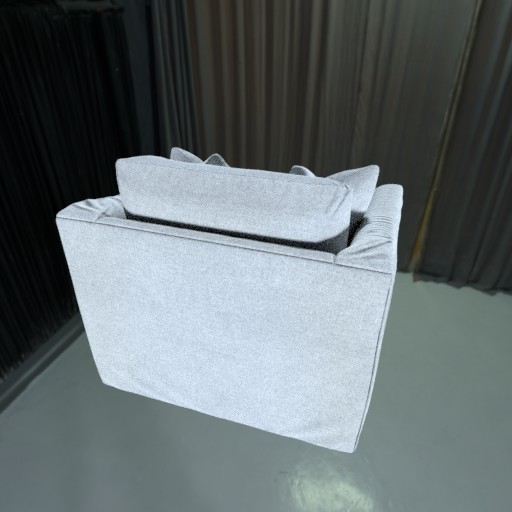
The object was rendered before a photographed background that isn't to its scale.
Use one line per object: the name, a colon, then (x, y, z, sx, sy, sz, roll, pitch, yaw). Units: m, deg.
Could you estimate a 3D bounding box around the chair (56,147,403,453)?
chair: (0.000, 0.000, 2.020, 1.194, 1.059, 1.071, 10, 33, 15)
